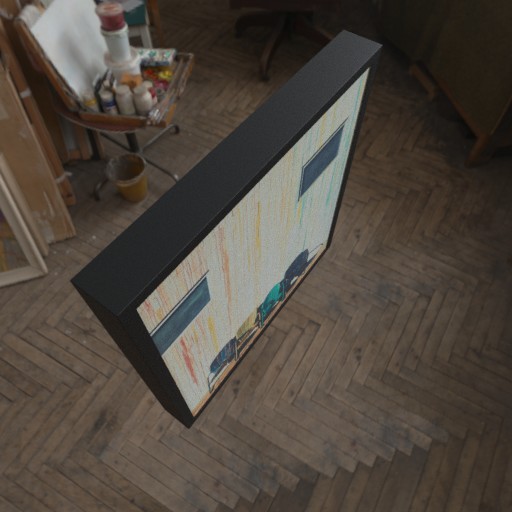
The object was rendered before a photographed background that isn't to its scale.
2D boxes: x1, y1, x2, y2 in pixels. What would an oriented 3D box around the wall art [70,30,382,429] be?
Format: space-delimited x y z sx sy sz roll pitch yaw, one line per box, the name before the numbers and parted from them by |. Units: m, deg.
wall art | 0.000 0.000 0.437 0.038 0.304 0.304 32 63 18
